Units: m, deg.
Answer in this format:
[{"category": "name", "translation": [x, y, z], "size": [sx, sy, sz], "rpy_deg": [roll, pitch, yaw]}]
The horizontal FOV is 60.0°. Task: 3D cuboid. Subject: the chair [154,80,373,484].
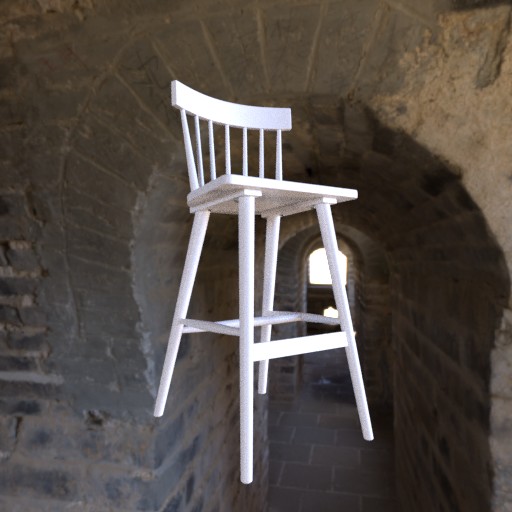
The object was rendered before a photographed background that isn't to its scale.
[{"category": "chair", "translation": [0.000, 0.000, 1.416], "size": [0.483, 1.092, 0.572], "rpy_deg": [0, 0, -35]}]
